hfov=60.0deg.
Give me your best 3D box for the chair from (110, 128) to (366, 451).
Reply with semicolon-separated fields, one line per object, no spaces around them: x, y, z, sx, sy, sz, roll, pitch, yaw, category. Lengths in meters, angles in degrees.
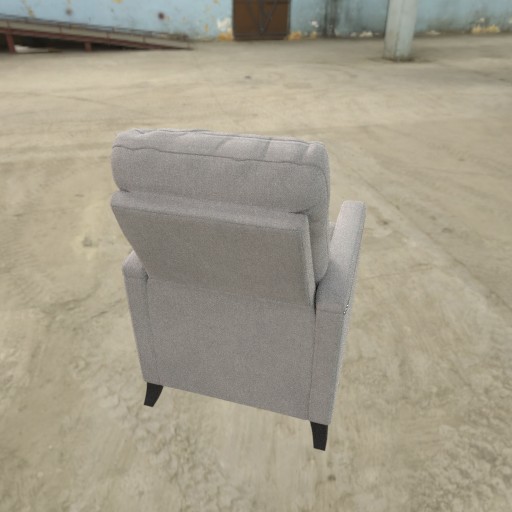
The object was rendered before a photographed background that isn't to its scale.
0.000;0.000;1.597;0.710;1.049;0.922;9;32;14;chair
